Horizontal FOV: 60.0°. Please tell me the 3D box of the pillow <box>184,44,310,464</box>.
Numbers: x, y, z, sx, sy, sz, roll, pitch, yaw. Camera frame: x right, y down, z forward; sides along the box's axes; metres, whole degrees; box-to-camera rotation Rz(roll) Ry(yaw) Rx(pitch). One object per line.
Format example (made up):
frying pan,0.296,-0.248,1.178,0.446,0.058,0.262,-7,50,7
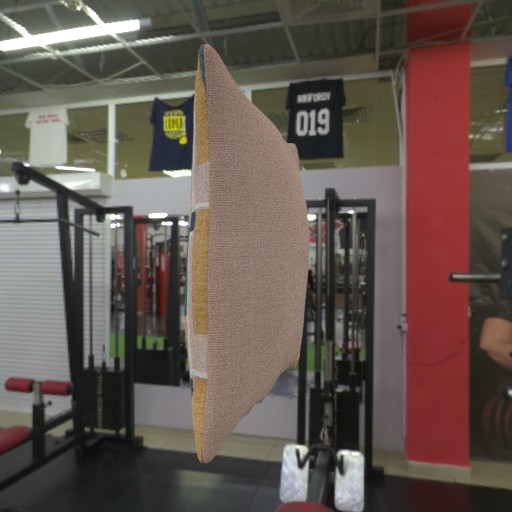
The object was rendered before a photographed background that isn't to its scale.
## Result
pillow,0.000,0.000,0.725,0.158,0.479,0.478,0,-1,17
